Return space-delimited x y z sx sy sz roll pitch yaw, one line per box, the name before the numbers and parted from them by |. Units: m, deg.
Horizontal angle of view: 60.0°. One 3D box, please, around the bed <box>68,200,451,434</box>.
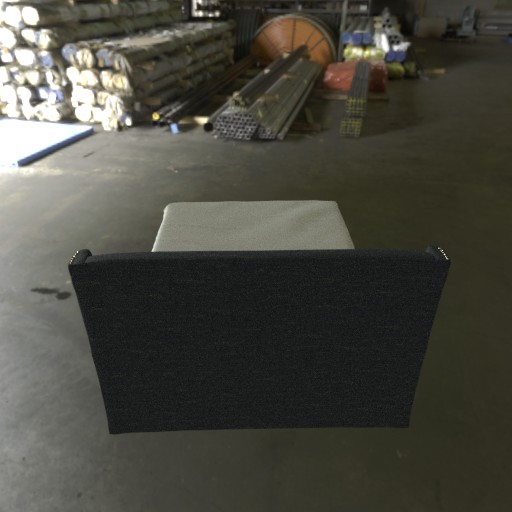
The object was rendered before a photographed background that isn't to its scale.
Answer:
bed | 0.000 0.000 3.468 1.925 1.332 2.276 -1 31 -1
